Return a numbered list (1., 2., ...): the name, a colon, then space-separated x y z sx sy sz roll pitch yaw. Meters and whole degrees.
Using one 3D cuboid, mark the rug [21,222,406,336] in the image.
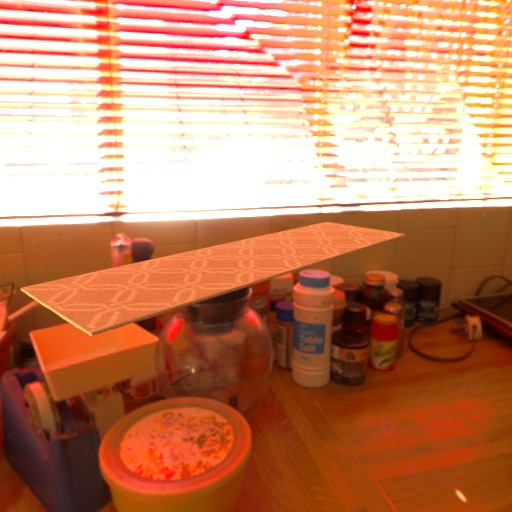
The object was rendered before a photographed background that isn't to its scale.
1. rug: 0.000 0.000 2.508 0.678 0.014 2.276 14 20 43
